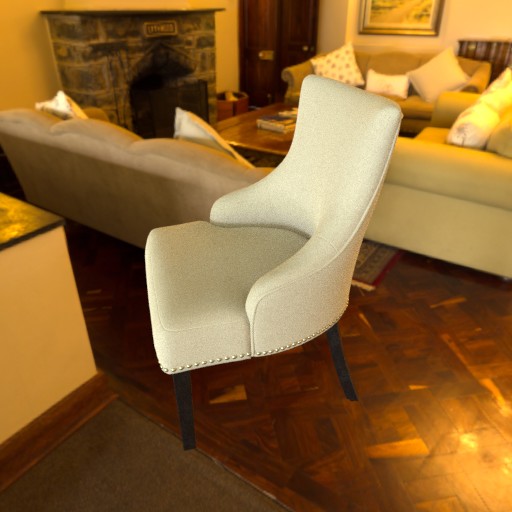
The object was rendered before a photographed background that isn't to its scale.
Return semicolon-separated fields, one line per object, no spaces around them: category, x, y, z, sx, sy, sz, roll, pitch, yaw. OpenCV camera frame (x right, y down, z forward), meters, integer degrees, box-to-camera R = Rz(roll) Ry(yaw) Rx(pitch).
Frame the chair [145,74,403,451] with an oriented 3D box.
chair;0.000;0.000;1.286;0.629;0.909;0.566;-7;31;-13
